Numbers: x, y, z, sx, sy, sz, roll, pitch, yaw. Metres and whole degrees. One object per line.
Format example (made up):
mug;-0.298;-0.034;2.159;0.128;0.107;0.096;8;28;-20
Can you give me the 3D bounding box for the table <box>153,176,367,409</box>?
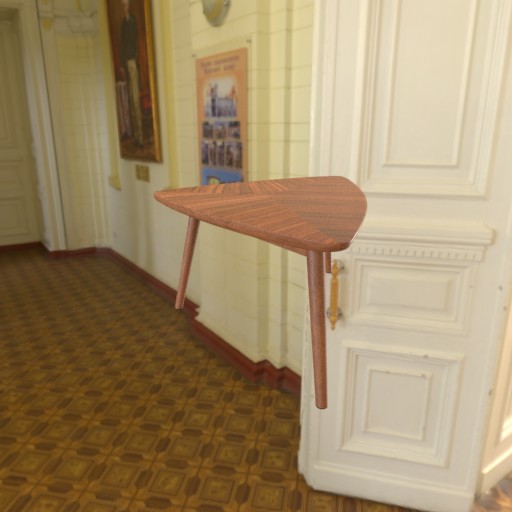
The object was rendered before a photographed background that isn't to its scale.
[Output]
table;0.000;0.000;1.298;0.601;0.365;1.008;3;17;9
